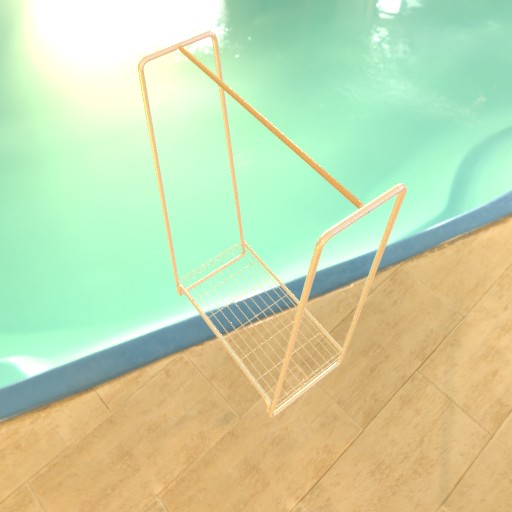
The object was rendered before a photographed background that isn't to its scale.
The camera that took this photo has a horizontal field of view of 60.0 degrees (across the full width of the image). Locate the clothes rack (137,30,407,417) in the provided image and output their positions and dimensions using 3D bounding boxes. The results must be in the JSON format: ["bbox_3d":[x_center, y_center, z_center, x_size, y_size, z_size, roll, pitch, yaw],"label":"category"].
[{"bbox_3d":[0.000,0.000,1.905,0.495,1.500,0.900,-32,63,-19],"label":"clothes rack"}]
